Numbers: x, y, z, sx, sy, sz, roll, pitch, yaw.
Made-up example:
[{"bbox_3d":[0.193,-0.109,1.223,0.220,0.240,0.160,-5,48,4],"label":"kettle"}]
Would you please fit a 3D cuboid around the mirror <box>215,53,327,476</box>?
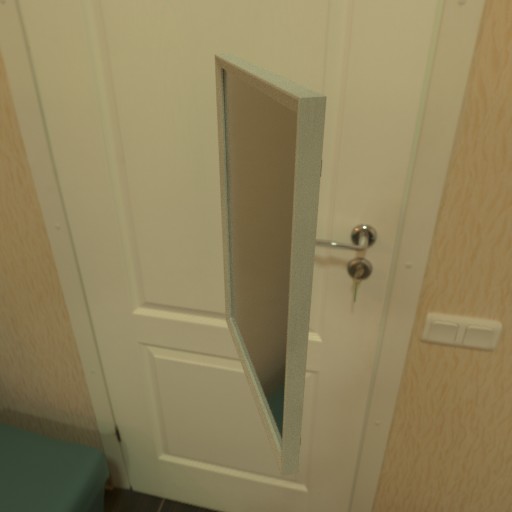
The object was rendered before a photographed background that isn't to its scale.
[{"bbox_3d":[0.000,0.000,0.907,0.039,0.710,0.507,-8,31,-14],"label":"mirror"}]
